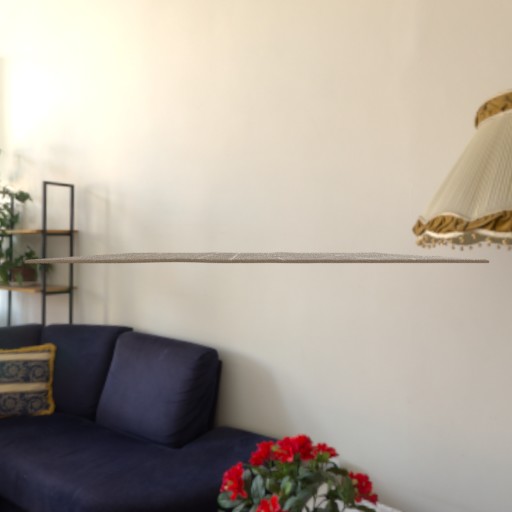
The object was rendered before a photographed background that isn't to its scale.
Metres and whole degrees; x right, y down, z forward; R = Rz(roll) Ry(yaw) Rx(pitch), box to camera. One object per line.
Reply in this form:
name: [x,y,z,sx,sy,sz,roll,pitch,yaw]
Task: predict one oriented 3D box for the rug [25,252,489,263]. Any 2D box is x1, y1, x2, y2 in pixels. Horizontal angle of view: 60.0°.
rug: [0.000,0.000,0.880,0.639,0.006,0.548,0,1,-1]
